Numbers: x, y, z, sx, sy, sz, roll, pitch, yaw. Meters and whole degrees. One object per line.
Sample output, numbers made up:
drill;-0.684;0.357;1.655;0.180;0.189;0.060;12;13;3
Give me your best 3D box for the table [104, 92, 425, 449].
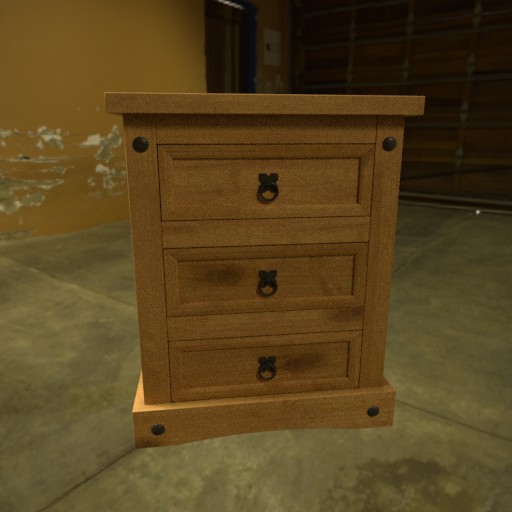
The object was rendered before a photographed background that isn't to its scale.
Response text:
table;0.000;0.000;1.242;0.660;0.813;0.500;-2;15;-7
